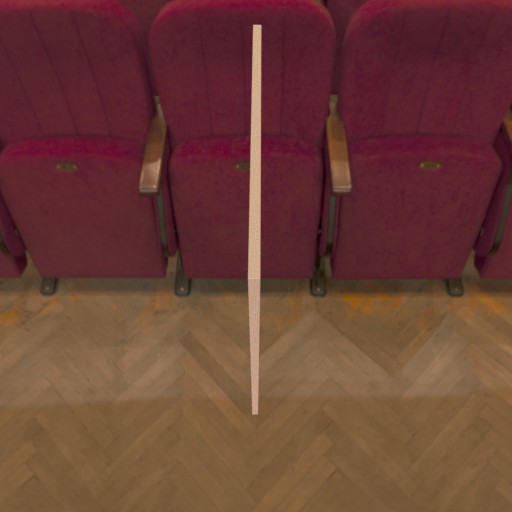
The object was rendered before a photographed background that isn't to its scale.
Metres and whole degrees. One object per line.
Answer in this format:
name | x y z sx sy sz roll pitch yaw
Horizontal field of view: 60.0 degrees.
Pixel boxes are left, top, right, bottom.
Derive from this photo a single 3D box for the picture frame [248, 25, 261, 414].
picture frame | 0.000 0.000 0.864 0.013 0.657 0.457 0 59 0
